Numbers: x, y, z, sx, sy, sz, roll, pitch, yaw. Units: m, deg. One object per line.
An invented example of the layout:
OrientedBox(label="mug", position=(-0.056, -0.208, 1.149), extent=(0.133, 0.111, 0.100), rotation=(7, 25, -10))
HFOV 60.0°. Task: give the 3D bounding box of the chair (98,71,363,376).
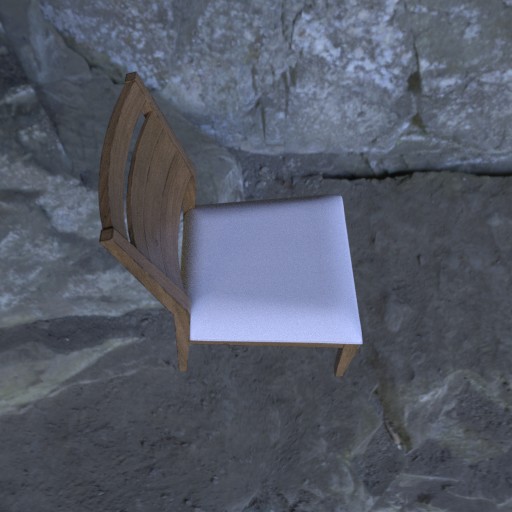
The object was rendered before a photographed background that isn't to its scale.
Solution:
OrientedBox(label="chair", position=(0.000, 0.000, 1.281), extent=(0.610, 0.939, 0.497), rotation=(-1, 62, -1))
